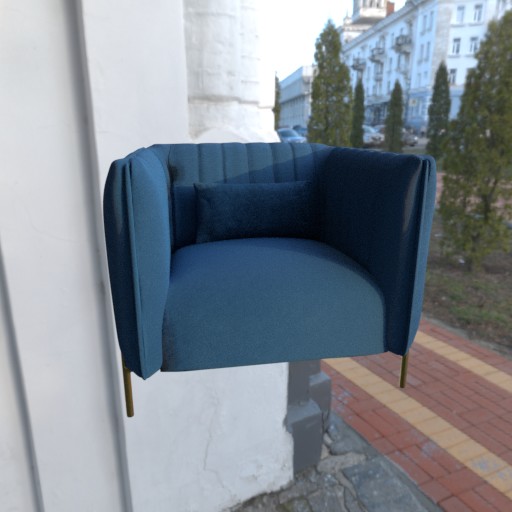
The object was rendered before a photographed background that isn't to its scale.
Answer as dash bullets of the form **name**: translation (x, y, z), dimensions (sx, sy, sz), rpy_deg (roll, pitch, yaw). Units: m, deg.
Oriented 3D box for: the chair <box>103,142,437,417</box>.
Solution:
- **chair**: translation (0.000, 0.000, 1.637), dimensions (0.947, 0.793, 0.877), rpy_deg (-3, 17, -10)
